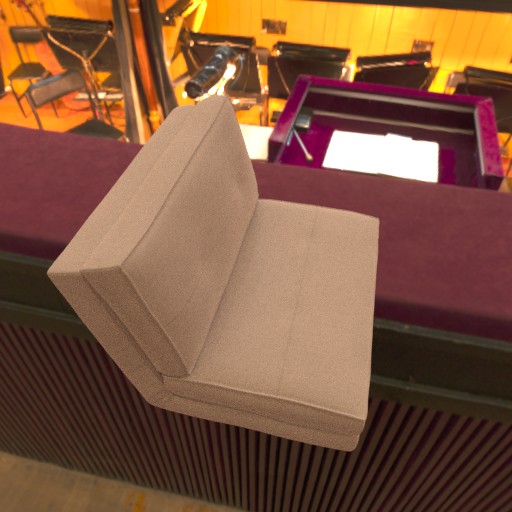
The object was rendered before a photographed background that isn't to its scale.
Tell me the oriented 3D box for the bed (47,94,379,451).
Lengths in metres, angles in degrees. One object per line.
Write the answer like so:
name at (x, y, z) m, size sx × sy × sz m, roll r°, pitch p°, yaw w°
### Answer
bed at (0.000, 0.000, 1.312) m, size 0.749 × 0.614 × 0.799 m, roll 10°, pitch 46°, yaw 9°
